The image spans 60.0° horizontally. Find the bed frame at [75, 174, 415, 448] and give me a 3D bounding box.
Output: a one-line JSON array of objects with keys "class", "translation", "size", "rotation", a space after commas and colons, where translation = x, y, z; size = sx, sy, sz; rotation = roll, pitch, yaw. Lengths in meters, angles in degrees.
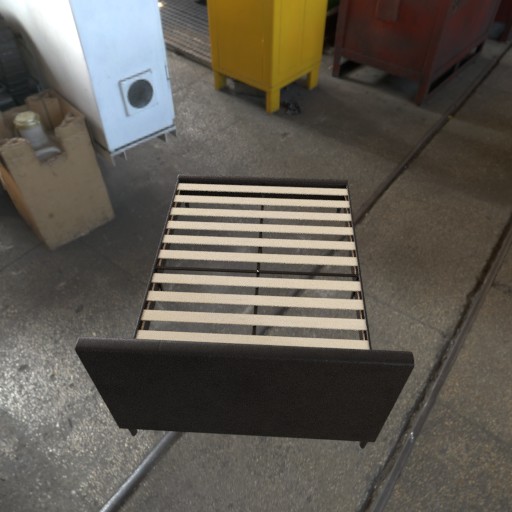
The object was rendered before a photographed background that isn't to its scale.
[{"class": "bed frame", "translation": [0.000, 0.000, 3.005], "size": [1.469, 1.046, 2.152], "rotation": [2, 47, 2]}]
